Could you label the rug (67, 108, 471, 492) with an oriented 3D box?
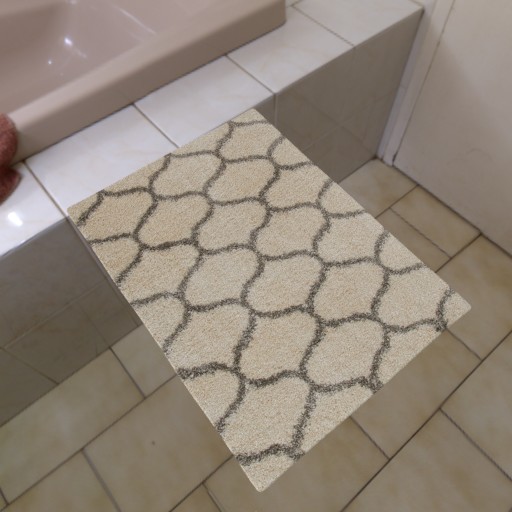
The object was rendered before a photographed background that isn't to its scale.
[{"bbox_3d":[0.000,0.000,2.107,1.200,0.025,1.600,-34,65,-18],"label":"rug"}]
